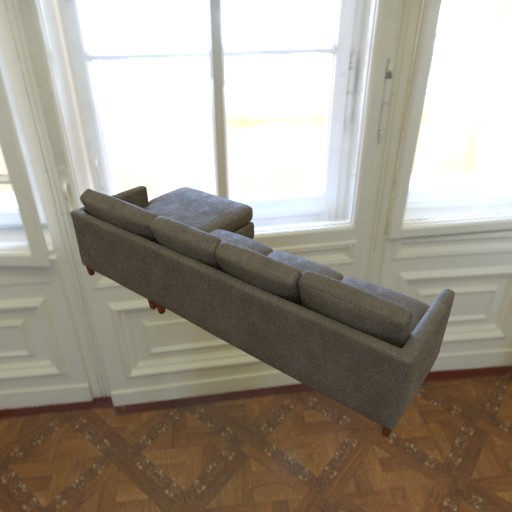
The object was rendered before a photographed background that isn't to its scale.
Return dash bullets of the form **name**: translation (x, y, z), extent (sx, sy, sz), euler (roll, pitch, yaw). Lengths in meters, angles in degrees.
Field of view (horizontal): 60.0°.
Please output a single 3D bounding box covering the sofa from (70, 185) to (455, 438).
- **sofa**: translation (0.000, 0.000, 4.136), extent (3.471, 0.950, 1.604), euler (21, 37, 31)
